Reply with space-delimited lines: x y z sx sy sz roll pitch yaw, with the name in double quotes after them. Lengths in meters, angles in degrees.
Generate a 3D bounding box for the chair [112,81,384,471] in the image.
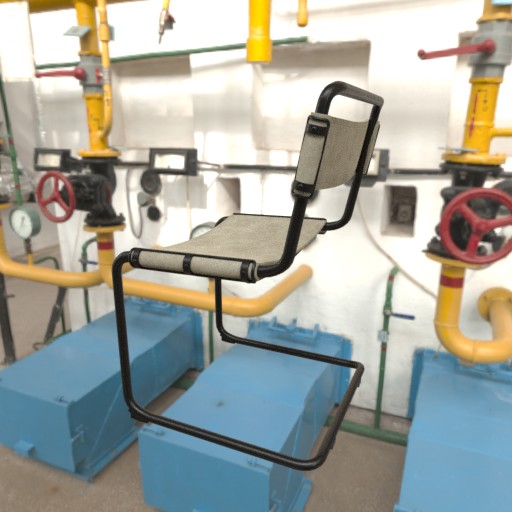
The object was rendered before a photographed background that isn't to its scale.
0.000 0.000 1.084 0.497 0.747 0.499 7 17 24 "chair"
